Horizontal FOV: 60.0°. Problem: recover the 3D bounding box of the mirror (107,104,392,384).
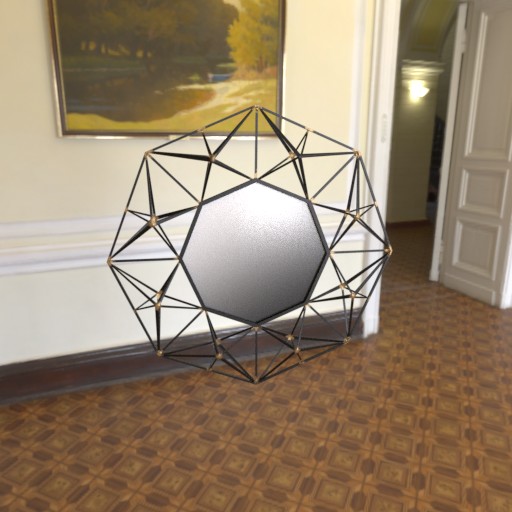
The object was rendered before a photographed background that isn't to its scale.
[{"bbox_3d":[0.000,0.000,1.095,0.710,0.710,0.094,-2,15,-8],"label":"mirror"}]
